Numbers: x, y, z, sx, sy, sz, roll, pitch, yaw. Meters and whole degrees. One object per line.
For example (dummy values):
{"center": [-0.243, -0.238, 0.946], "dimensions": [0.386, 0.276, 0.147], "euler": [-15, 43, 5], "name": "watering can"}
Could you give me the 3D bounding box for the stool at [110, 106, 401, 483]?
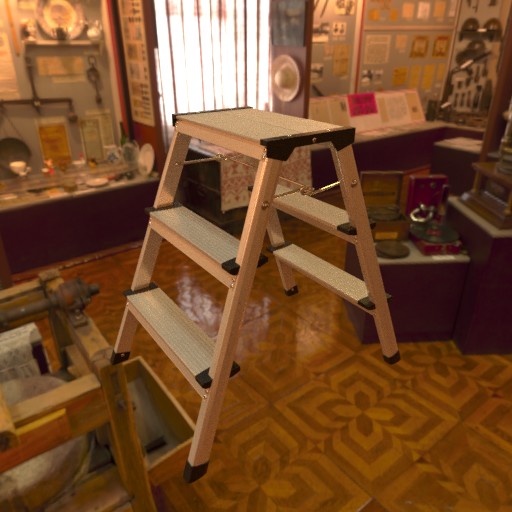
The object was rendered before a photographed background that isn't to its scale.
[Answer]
{"center": [0.000, 0.000, 1.017], "dimensions": [0.622, 0.605, 0.437], "euler": [-18, 31, -31], "name": "stool"}
